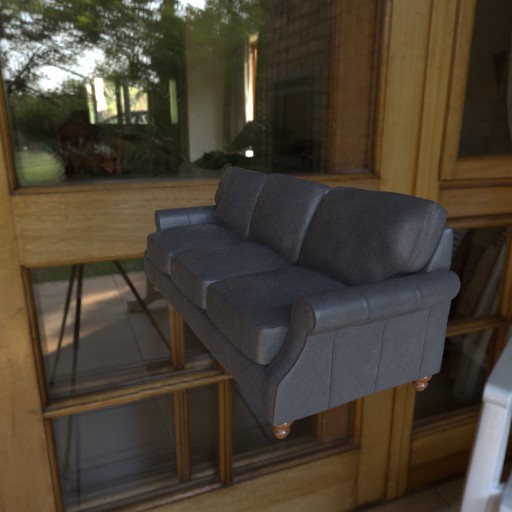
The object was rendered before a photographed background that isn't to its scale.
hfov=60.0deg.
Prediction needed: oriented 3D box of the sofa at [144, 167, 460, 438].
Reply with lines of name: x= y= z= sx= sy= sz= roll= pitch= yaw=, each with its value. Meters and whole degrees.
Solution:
sofa: x=0.000 y=0.000 z=2.809 sx=0.974 sy=0.977 sz=2.387 roll=-8 pitch=17 yaw=-26
